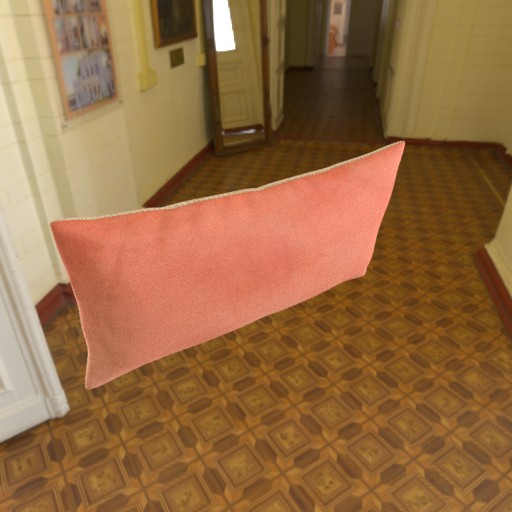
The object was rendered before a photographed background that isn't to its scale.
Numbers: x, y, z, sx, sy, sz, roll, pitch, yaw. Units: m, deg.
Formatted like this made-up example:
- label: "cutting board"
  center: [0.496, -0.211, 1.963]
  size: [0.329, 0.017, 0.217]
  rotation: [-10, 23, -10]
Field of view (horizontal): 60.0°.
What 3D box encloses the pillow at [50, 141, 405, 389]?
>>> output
- label: "pillow"
  center: [0.000, 0.000, 0.745]
  size: [0.608, 0.307, 0.155]
  rotation: [-18, 35, -29]
